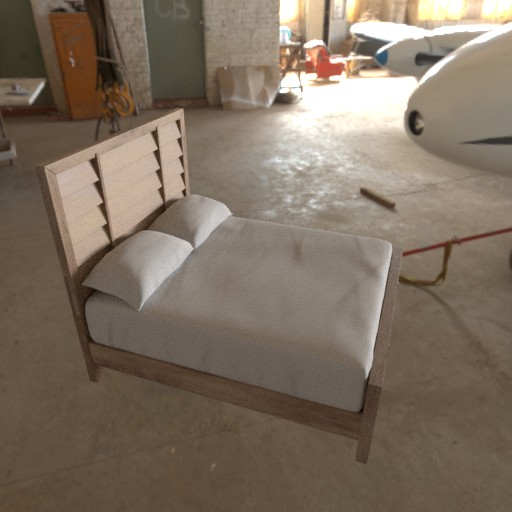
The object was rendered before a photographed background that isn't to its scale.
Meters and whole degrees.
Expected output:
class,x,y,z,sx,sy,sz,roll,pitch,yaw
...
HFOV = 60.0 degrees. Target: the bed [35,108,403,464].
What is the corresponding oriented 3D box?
class,x,y,z,sx,sy,sz,roll,pitch,yaw
bed,0.000,0.000,3.207,2.017,1.631,1.615,10,31,17
